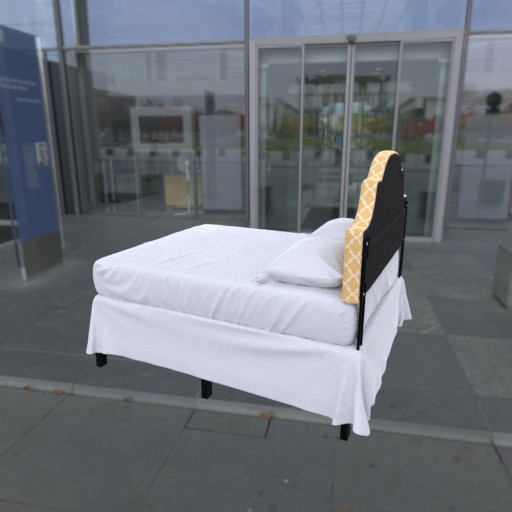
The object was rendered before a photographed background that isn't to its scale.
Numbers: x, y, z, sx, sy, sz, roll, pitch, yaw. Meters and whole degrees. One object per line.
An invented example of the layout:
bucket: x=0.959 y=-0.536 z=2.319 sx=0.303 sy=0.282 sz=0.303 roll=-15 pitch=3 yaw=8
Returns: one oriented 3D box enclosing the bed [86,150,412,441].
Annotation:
bed: x=0.000 y=0.000 z=3.465 sx=2.222 sy=1.633 sz=1.780 roll=7 pitch=17 yaw=25
